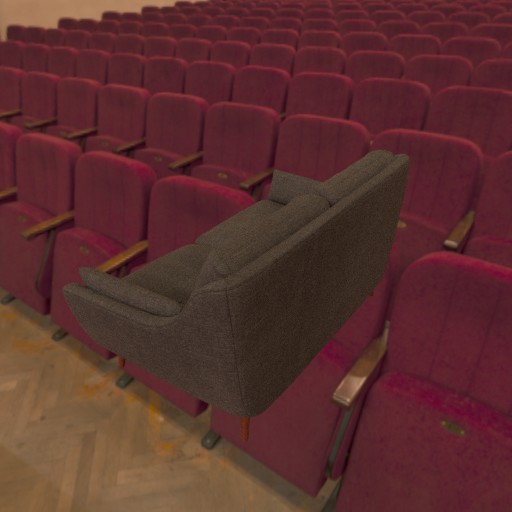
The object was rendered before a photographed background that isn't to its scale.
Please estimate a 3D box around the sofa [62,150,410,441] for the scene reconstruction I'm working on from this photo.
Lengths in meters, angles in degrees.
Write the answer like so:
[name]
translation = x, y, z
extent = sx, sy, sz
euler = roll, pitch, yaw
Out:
[sofa]
translation = 0.000, 0.000, 2.267
extent = 0.976, 0.887, 1.646
euler = 21, 37, 31
